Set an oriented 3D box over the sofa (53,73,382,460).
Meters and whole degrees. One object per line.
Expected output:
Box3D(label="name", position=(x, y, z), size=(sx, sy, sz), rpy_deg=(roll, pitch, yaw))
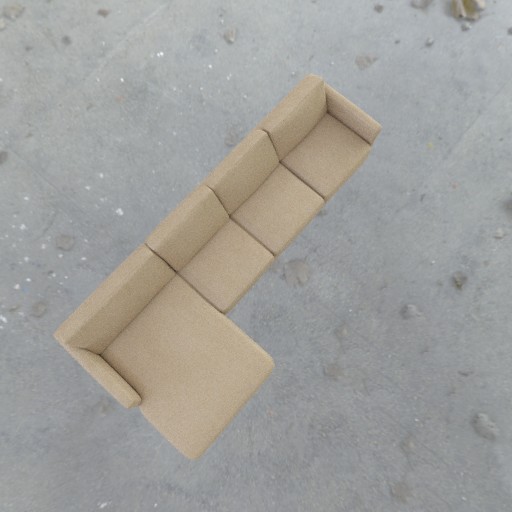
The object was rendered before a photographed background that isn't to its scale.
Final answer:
Box3D(label="sofa", position=(0.000, 0.000, 3.862), size=(1.502, 0.876, 3.201), rpy_deg=(40, 79, 9))
